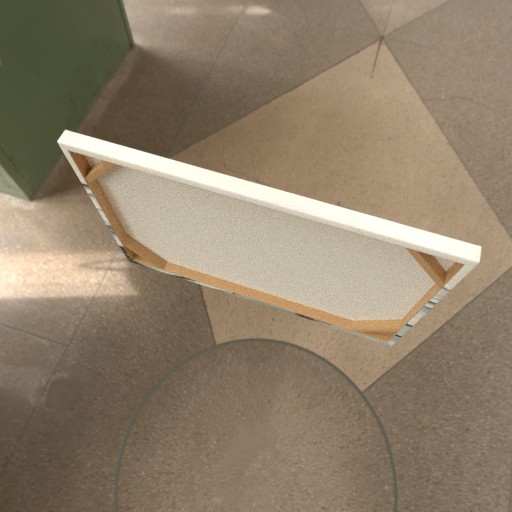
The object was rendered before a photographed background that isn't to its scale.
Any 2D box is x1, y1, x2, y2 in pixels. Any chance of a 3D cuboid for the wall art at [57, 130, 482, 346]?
[{"bbox_3d":[0.000,0.000,1.189,0.914,0.609,0.039,17,65,8],"label":"wall art"}]
